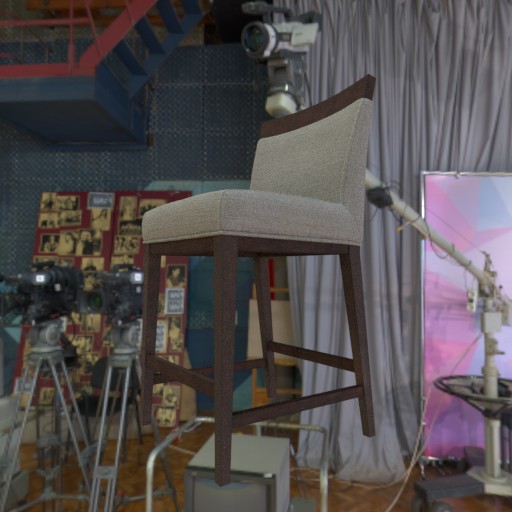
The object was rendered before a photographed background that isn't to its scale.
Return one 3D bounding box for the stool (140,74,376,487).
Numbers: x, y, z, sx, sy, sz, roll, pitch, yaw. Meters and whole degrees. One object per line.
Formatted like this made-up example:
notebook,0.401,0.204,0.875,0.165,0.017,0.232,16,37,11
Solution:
stool,0.000,0.000,1.305,0.531,1.009,0.512,1,-2,-35
